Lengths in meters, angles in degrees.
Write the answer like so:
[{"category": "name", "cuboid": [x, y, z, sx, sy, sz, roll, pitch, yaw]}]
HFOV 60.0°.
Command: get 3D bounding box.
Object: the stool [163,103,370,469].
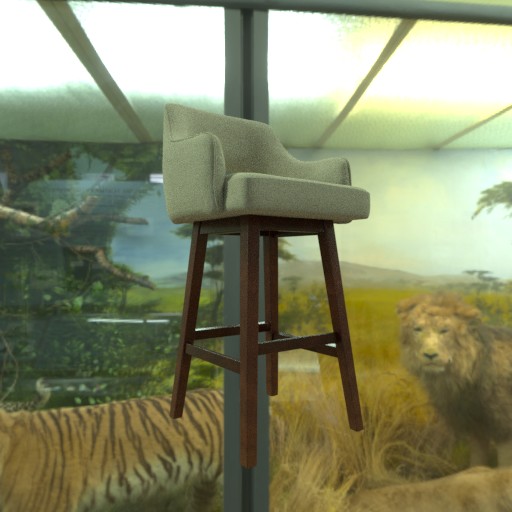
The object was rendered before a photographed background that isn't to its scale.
[{"category": "stool", "cuboid": [0.000, 0.000, 1.406, 0.550, 1.041, 0.560, 0, 0, -36]}]
